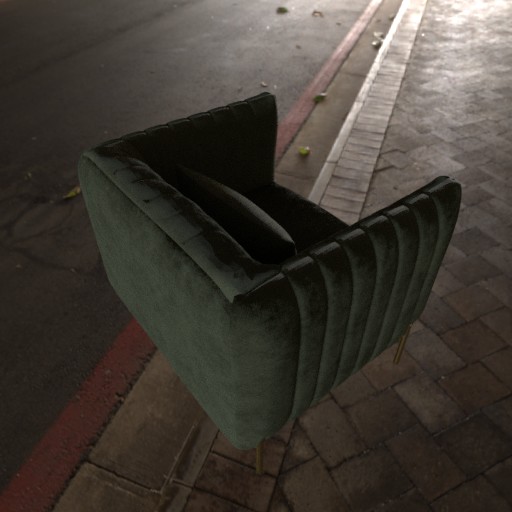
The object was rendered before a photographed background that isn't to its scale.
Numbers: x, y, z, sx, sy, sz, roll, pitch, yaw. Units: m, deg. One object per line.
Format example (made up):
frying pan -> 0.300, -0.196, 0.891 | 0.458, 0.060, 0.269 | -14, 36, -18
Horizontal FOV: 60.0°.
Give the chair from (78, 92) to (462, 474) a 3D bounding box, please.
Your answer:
chair -> 0.000, 0.000, 1.642 | 0.877, 0.794, 1.032 | -27, 48, -28
